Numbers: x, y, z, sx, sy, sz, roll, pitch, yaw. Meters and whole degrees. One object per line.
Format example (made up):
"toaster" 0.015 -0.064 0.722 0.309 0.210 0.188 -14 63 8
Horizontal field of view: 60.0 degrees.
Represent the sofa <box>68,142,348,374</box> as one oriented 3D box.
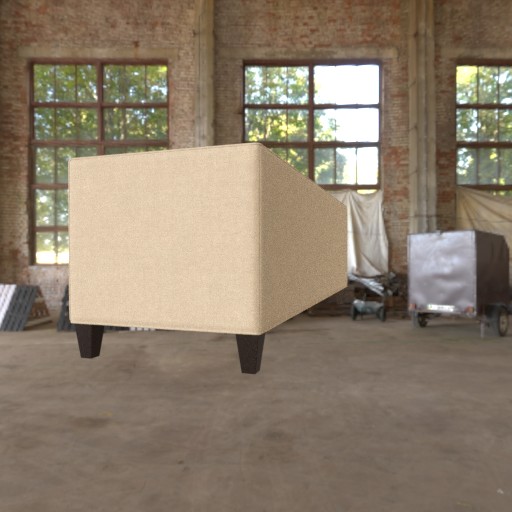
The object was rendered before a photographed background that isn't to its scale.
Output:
"sofa" 0.000 0.000 2.571 0.775 0.762 2.159 0 1 19
